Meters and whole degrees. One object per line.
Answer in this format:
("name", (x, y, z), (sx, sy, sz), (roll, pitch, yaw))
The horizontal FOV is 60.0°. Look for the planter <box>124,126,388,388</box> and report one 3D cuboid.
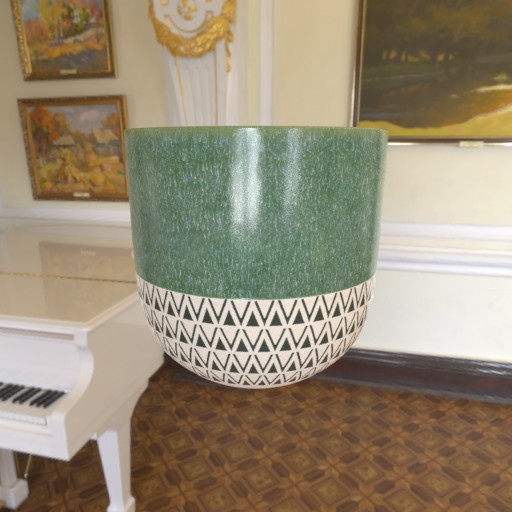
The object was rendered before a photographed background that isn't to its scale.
("planter", (0.000, 0.000, 0.495), (0.266, 0.270, 0.266), (0, 14, 0))
